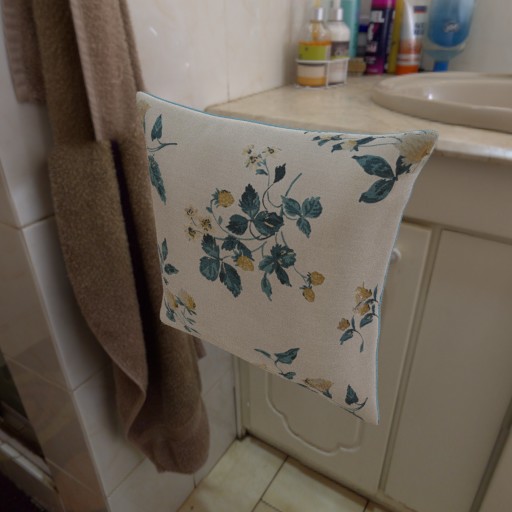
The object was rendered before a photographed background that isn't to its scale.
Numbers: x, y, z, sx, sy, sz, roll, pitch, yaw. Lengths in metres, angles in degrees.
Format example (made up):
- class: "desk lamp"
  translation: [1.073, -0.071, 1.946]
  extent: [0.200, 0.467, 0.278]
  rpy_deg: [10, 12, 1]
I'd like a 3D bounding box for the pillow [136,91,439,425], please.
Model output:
- class: "pillow"
  translation: [0.000, 0.000, 0.782]
  extent: [0.526, 0.507, 0.166]
  rpy_deg: [19, 34, 29]
